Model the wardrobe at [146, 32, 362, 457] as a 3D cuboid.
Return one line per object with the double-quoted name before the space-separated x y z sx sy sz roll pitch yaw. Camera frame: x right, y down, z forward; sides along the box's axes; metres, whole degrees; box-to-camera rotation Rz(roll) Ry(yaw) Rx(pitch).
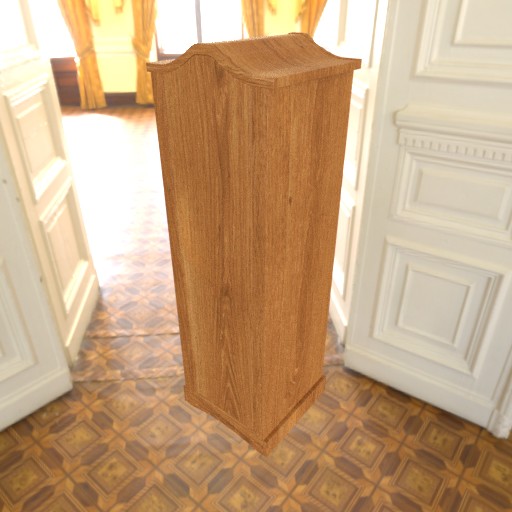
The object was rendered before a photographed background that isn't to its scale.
"wardrobe" 0.000 0.000 2.103 0.590 1.870 0.570 22 37 33
